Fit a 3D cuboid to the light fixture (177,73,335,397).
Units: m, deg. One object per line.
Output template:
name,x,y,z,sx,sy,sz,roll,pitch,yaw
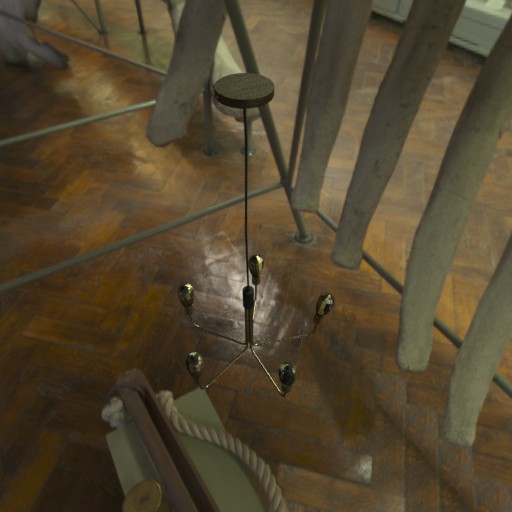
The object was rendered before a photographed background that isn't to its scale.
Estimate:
light fixture,0.000,0.000,1.357,0.588,1.059,0.532,-23,50,-21
